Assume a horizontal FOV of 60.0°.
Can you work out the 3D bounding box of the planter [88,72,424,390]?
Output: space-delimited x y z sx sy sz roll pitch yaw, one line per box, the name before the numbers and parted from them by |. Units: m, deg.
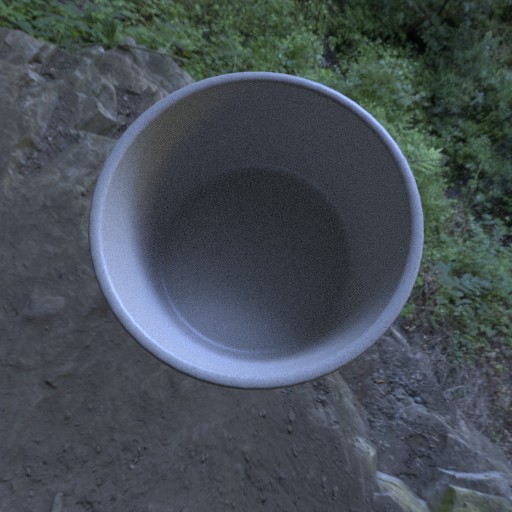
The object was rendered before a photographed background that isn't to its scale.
planter | 0.000 0.000 0.563 0.317 0.303 0.317 0 75 0
